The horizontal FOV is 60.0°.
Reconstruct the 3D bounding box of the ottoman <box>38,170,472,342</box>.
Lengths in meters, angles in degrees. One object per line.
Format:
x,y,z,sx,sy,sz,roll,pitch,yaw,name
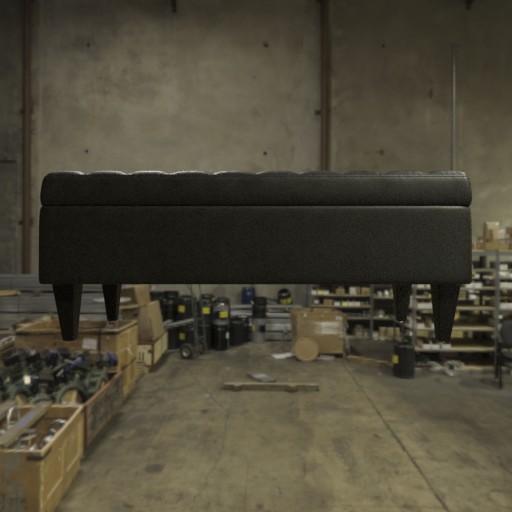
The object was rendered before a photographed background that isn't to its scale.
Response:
0.000,0.000,1.395,1.151,0.469,0.482,0,0,0,ottoman
